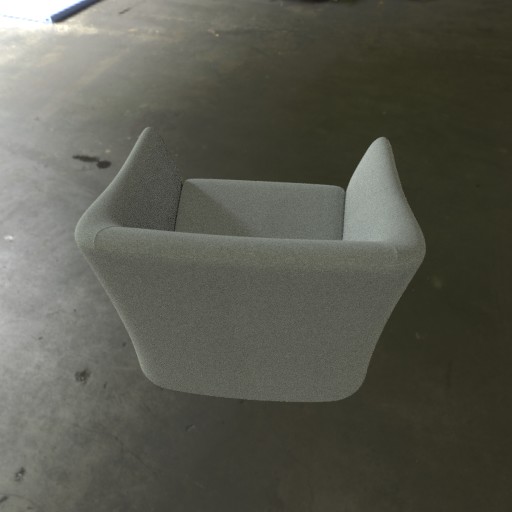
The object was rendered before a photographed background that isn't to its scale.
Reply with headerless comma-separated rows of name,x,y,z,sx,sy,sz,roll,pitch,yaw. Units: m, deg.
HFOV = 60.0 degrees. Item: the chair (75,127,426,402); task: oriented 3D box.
chair,0.000,0.000,1.335,0.790,0.720,0.700,3,47,3
